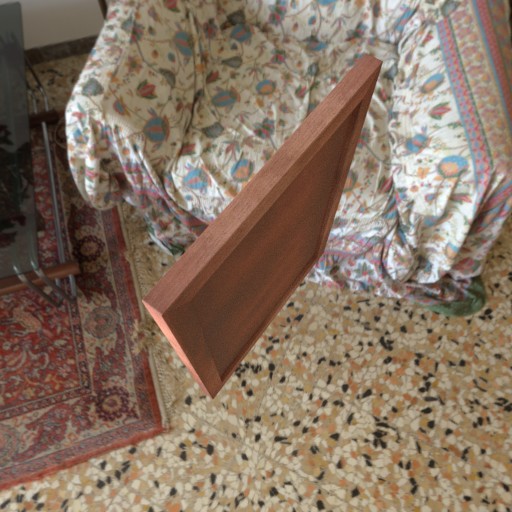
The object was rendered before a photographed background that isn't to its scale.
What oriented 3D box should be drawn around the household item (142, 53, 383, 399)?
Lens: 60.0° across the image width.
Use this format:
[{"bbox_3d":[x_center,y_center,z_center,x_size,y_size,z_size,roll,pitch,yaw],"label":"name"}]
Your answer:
[{"bbox_3d":[0.000,0.000,0.552,0.067,0.407,0.310,34,69,15],"label":"household item"}]
